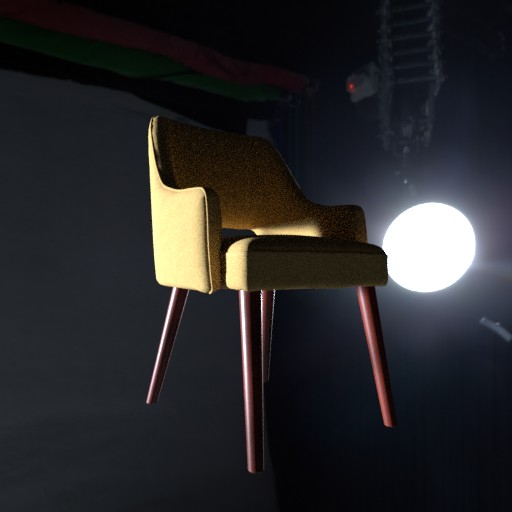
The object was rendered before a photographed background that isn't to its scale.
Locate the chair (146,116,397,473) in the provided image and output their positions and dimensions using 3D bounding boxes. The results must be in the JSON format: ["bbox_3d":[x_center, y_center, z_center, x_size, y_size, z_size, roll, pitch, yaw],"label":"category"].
[{"bbox_3d":[0.000,0.000,1.226,0.548,0.849,0.605,1,-1,-36],"label":"chair"}]
